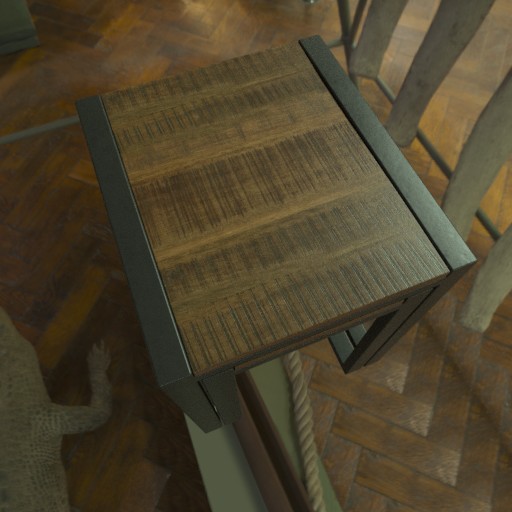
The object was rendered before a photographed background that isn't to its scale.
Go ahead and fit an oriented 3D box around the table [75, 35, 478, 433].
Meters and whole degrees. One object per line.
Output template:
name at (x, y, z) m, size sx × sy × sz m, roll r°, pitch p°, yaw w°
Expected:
table at (0.000, 0.000, 0.910) m, size 0.449 × 0.550 × 0.500 m, roll -20°, pitch 65°, yaw -10°
